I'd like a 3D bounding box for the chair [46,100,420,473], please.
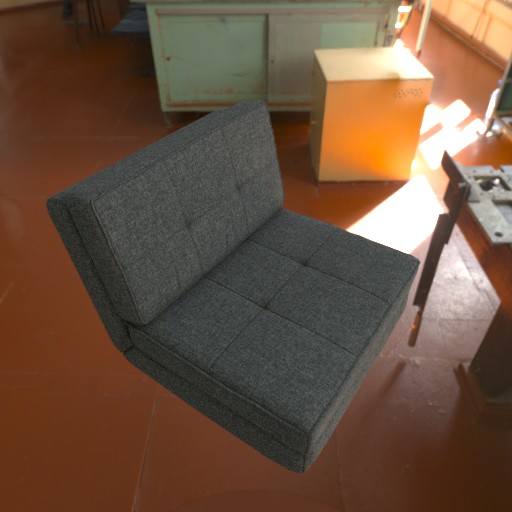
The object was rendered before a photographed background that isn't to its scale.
[{"bbox_3d":[0.000,0.000,1.301,0.800,0.615,0.740,24,46,26],"label":"chair"}]
